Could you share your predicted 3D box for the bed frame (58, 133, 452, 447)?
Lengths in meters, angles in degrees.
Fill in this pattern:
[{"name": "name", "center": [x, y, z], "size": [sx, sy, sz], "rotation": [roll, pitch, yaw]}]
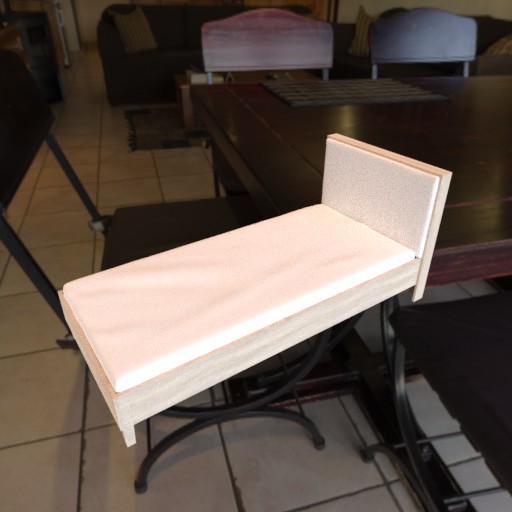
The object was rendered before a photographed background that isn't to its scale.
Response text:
[{"name": "bed frame", "center": [0.000, 0.000, 2.696], "size": [2.140, 0.920, 0.990], "rotation": [-20, 36, -29]}]
